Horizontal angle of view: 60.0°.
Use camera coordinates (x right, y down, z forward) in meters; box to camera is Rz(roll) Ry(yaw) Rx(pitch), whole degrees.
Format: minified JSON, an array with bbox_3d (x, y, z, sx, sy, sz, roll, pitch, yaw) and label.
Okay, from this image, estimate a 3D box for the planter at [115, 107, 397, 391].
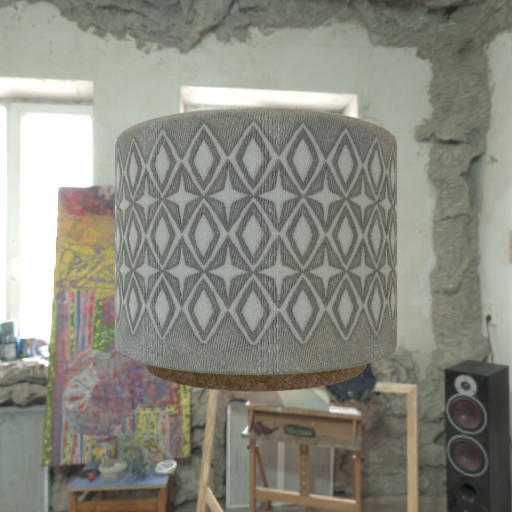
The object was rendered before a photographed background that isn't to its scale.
[{"bbox_3d":[0.000,0.000,0.271,0.164,0.127,0.164,0,0,0],"label":"planter"}]
